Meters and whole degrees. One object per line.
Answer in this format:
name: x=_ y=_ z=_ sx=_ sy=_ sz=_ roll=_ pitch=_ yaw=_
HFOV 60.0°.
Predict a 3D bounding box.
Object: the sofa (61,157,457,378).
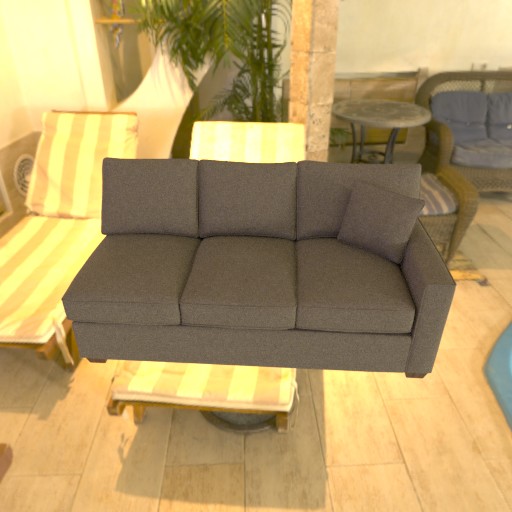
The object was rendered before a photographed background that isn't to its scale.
sofa: x=0.000 y=0.000 z=2.625 sx=1.963 sy=0.946 sz=1.034 roll=2 pitch=31 yaw=3
